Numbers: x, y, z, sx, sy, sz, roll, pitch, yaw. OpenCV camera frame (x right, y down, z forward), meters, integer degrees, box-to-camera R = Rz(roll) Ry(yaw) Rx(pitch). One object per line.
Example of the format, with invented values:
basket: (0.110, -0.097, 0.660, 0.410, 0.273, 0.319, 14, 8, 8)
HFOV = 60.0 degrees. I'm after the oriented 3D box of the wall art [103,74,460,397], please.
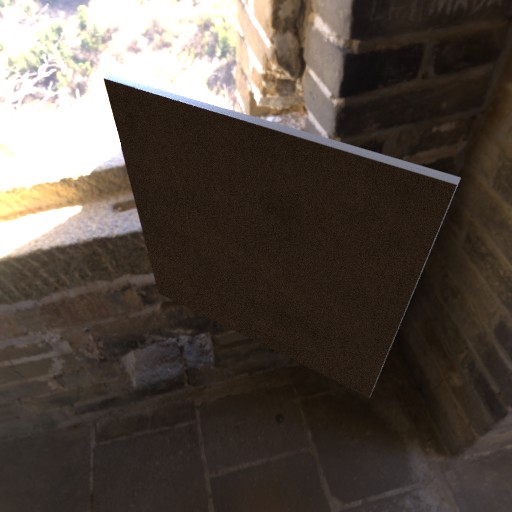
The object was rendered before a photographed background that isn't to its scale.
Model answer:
wall art: (0.000, 0.000, 0.982, 0.664, 0.661, 0.020, 23, 51, 20)
